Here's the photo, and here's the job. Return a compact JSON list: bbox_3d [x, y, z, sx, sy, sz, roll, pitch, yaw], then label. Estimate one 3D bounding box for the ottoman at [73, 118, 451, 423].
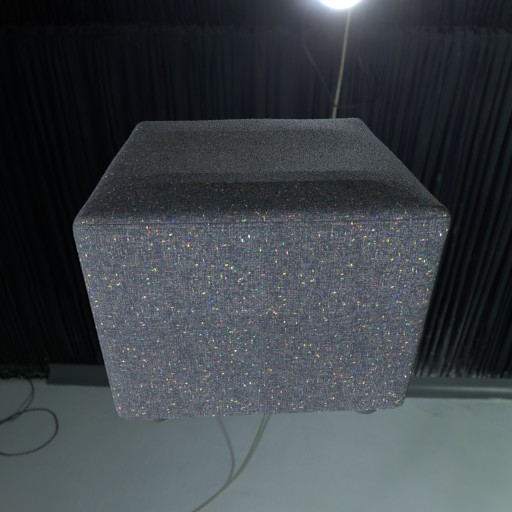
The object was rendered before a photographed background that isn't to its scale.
[{"bbox_3d":[0.000,0.000,0.875,0.508,0.432,0.508,-1,31,-2],"label":"ottoman"}]
